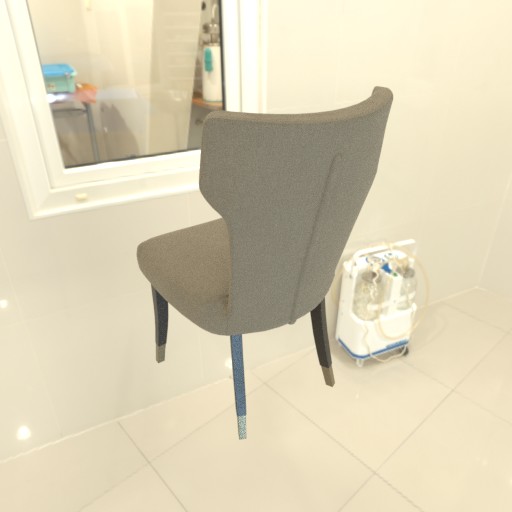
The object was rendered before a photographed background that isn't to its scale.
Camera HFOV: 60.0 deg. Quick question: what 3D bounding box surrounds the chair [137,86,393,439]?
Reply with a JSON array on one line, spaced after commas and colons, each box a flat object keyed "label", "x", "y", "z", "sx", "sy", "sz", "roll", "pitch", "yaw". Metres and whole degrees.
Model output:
[{"label": "chair", "x": 0.000, "y": 0.000, "z": 1.310, "sx": 0.526, "sy": 0.955, "sz": 0.630, "roll": -19, "pitch": 35, "yaw": -30}]
